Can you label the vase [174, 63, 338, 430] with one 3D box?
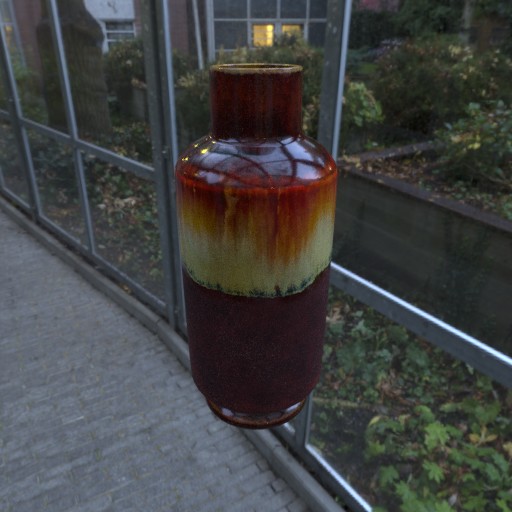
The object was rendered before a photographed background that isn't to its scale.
[{"bbox_3d":[0.000,0.000,0.331,0.111,0.261,0.111,0,26,0],"label":"vase"}]
